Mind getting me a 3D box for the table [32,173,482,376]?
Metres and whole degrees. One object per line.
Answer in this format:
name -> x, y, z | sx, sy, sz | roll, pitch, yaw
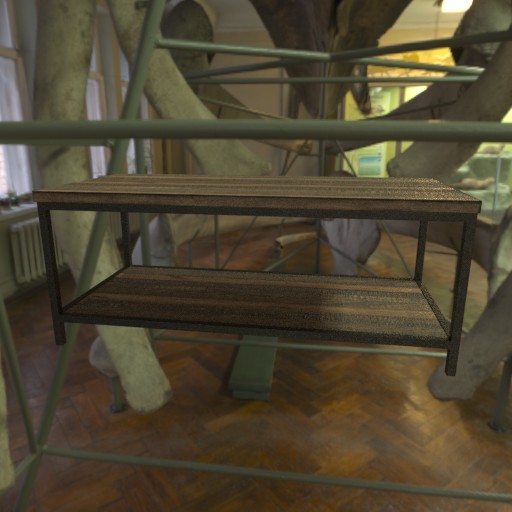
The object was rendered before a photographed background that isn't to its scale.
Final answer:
table -> 0.000, 0.000, 1.232 | 0.990, 0.399, 0.452 | 2, 16, 9
